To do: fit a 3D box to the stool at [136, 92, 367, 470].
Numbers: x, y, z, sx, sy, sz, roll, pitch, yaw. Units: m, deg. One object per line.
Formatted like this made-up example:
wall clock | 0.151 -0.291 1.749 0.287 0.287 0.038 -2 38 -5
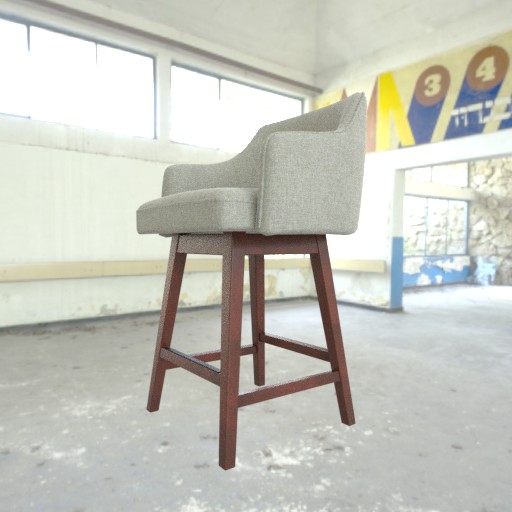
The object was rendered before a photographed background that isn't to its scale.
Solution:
stool | 0.000 0.000 1.307 0.558 0.944 0.599 -1 2 -36
